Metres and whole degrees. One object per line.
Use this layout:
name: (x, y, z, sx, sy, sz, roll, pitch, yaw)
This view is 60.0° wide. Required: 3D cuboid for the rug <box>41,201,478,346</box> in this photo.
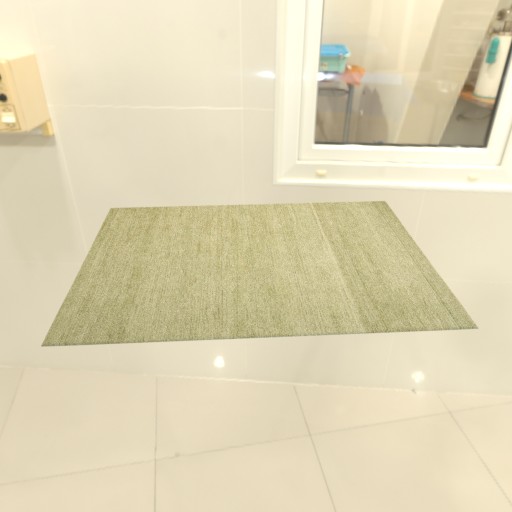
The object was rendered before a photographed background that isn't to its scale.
rug: (0.000, 0.000, 2.972, 2.270, 0.017, 1.606, -2, 32, -3)
